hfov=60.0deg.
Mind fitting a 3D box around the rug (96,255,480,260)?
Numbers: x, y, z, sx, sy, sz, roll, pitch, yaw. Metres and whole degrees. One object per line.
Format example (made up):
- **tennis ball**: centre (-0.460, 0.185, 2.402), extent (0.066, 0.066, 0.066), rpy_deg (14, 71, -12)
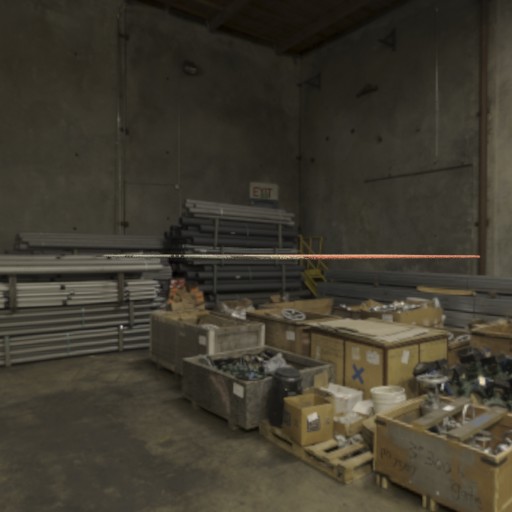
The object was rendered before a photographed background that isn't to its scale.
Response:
- **rug**: centre (0.000, 0.000, 3.000), extent (1.530, 0.017, 2.446), rpy_deg (0, 0, -35)
